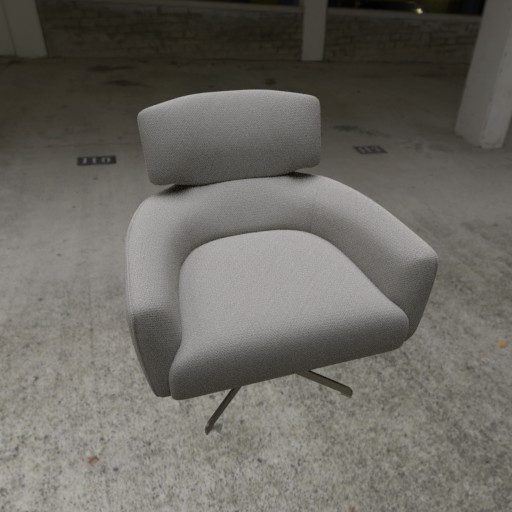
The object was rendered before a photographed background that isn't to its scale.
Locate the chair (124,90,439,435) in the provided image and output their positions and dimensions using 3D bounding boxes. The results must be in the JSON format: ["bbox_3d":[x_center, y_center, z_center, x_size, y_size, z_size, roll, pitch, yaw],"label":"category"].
[{"bbox_3d":[0.000,0.000,1.337,0.760,0.810,0.730,-9,35,-14],"label":"chair"}]
